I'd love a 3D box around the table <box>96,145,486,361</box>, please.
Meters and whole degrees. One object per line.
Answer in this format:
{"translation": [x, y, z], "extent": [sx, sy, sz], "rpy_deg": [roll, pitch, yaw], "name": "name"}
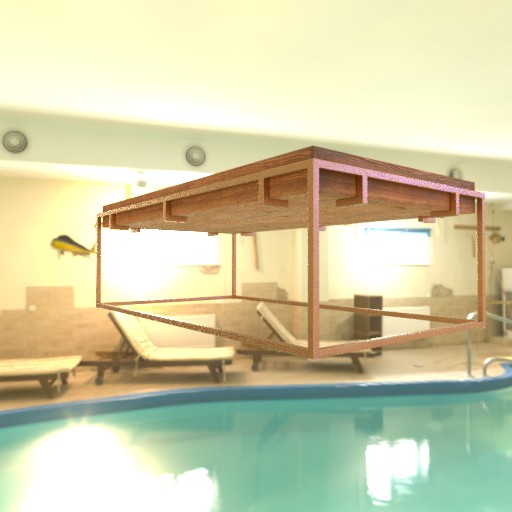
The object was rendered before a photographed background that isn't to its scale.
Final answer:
{"translation": [0.000, 0.000, 1.721], "extent": [0.775, 0.468, 1.387], "rpy_deg": [1, -1, -38], "name": "table"}
